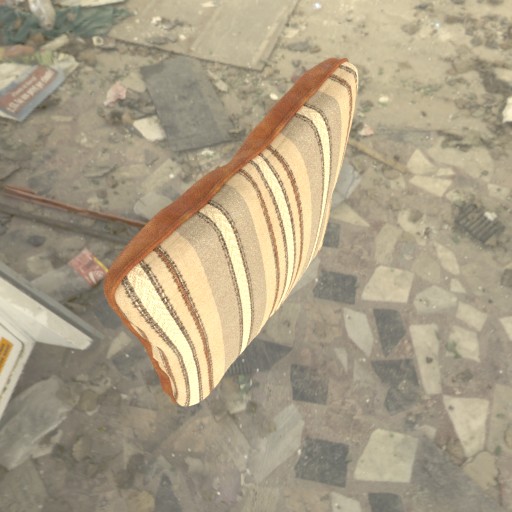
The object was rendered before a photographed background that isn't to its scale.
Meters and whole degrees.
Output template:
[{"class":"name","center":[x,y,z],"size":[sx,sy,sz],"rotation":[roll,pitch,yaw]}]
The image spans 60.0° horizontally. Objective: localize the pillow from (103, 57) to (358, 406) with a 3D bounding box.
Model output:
[{"class":"pillow","center":[0.000,0.000,0.741],"size":[0.130,0.490,0.489],"rotation":[32,64,18]}]
